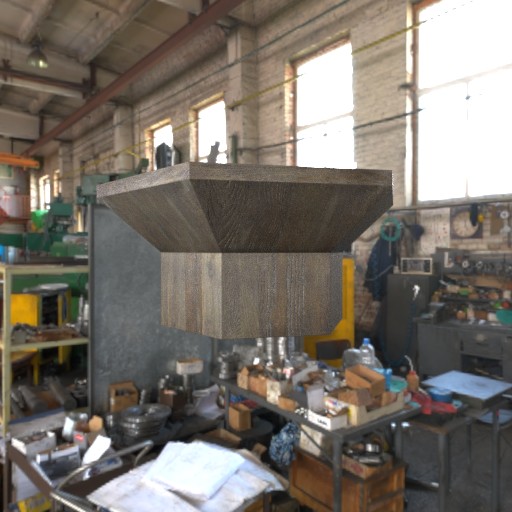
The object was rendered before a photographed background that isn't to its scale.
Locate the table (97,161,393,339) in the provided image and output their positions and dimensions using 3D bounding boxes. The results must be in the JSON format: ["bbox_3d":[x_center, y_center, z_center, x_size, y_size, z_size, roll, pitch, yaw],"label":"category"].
[{"bbox_3d":[0.000,0.000,1.639,0.966,0.488,1.115,0,1,17],"label":"table"}]
